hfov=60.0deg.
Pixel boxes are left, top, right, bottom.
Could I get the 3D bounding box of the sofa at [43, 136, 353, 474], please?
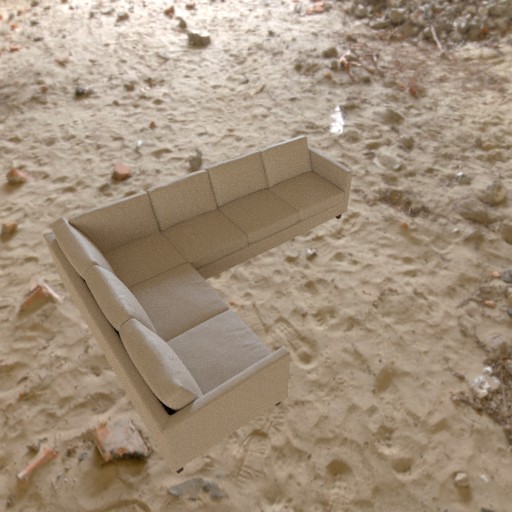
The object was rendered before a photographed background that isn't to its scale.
[{"bbox_3d":[0.000,0.000,4.262,3.182,0.863,2.432,-26,47,-27],"label":"sofa"}]
